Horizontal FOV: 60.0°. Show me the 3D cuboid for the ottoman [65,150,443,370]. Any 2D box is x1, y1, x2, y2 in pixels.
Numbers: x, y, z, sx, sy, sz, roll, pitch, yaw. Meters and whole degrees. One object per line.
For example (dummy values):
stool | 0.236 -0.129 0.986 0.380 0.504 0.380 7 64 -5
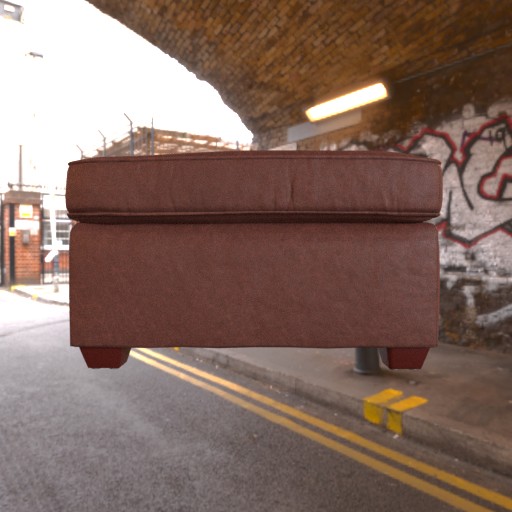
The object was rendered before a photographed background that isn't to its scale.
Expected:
ottoman | 0.000 0.000 1.094 0.749 0.449 0.548 0 0 1
